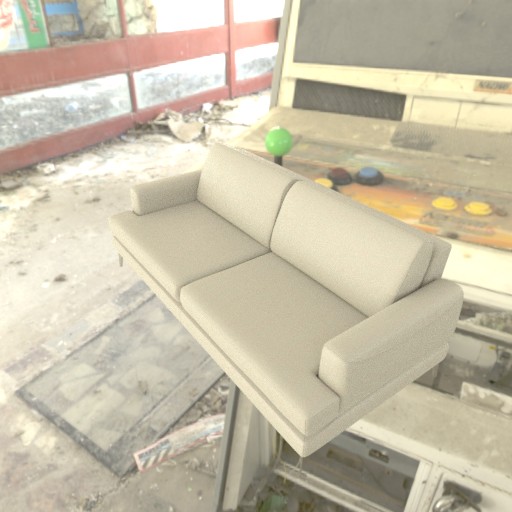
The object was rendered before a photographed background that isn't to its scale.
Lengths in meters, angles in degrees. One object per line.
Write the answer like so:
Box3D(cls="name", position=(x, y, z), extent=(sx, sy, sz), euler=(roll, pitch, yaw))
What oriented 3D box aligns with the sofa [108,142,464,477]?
Box3D(cls="sofa", position=(0.000, 0.000, 2.417), extent=(0.974, 0.765, 1.940), euler=(-21, 38, -30))
